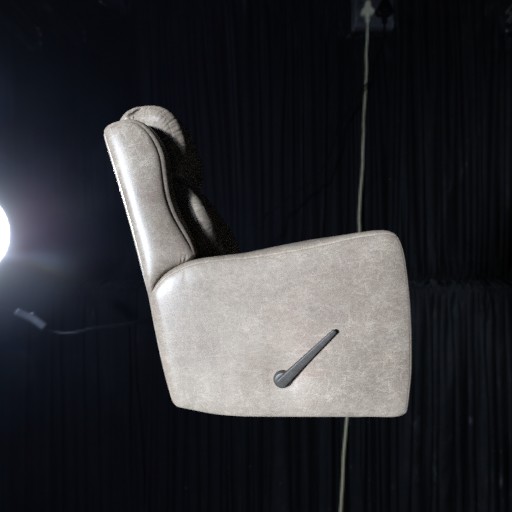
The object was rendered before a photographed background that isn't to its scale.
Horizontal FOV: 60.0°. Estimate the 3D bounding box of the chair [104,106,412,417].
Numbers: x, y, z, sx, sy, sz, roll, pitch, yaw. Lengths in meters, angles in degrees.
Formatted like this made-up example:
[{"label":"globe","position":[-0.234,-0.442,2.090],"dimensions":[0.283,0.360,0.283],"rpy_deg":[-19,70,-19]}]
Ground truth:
[{"label":"chair","position":[0.000,0.000,1.917],"dimensions":[1.068,1.116,0.967],"rpy_deg":[0,0,-1]}]
